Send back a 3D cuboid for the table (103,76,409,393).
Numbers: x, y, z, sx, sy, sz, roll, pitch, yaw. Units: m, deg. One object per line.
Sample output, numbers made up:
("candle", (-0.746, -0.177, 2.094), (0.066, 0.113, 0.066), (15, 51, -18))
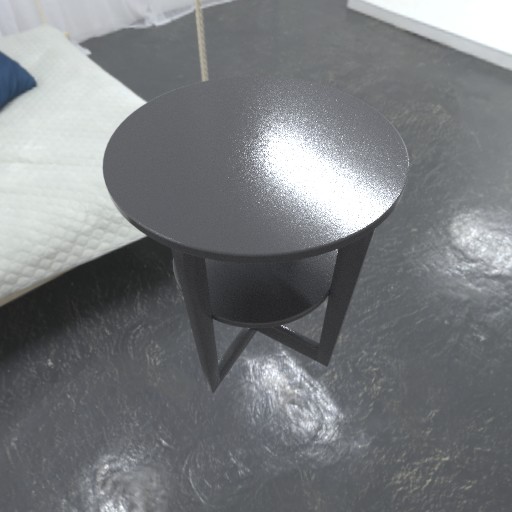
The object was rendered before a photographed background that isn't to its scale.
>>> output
("table", (0.000, 0.000, 0.943), (0.500, 0.550, 0.500), (0, 48, 0))
